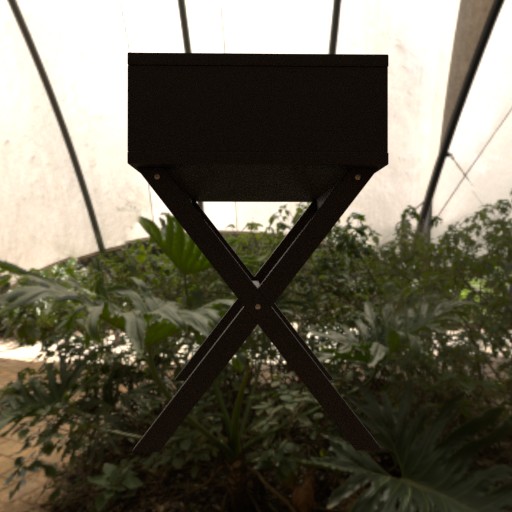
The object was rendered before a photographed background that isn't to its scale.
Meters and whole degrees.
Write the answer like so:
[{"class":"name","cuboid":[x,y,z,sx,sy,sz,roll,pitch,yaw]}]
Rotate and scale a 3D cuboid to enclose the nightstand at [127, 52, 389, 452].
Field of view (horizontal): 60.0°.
[{"class":"nightstand","cuboid":[0.000,0.000,0.919,0.402,0.623,0.479,0,0,-1]}]
